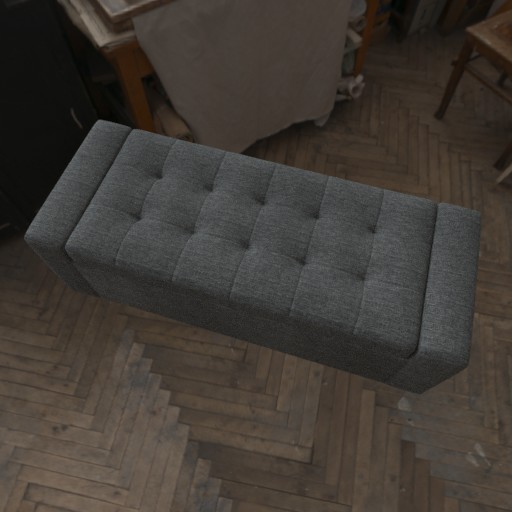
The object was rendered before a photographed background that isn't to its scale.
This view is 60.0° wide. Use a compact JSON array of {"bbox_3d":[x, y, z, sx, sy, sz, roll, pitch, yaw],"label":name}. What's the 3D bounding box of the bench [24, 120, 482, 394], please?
[{"bbox_3d":[0.000,0.000,1.507,1.296,0.445,0.508,15,64,8],"label":"bench"}]
